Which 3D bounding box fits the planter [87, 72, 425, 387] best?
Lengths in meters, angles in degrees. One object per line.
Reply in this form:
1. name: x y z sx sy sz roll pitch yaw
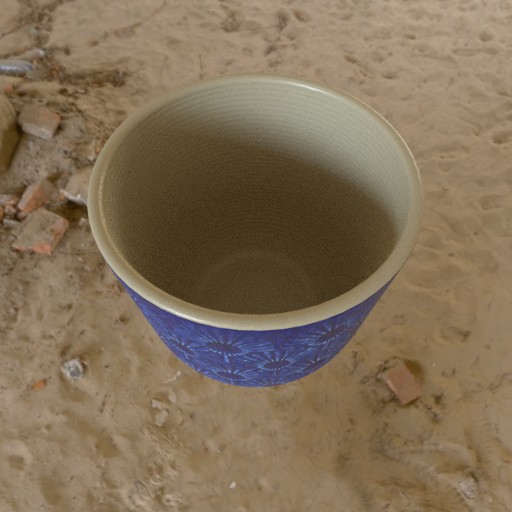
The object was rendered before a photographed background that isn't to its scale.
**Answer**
1. planter: 0.000 0.000 0.354 0.206 0.190 0.206 0 58 0
